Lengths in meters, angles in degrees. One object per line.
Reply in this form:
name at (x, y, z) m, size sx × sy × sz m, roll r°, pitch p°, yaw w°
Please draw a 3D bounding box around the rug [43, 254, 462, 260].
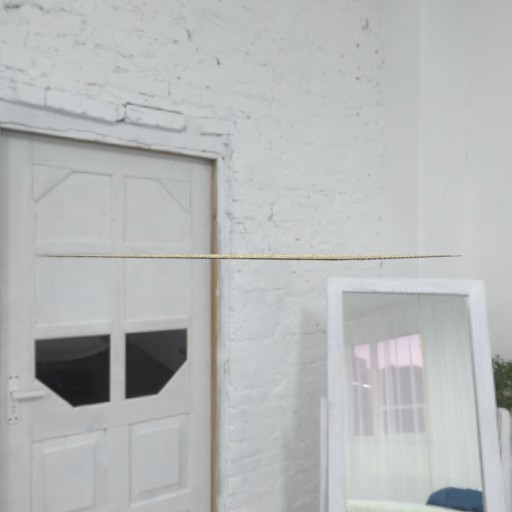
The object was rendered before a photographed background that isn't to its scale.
rug at (0.000, 0.000, 4.112) m, size 3.056 × 0.010 × 2.437 m, roll 0°, pitch 1°, yaw 36°
